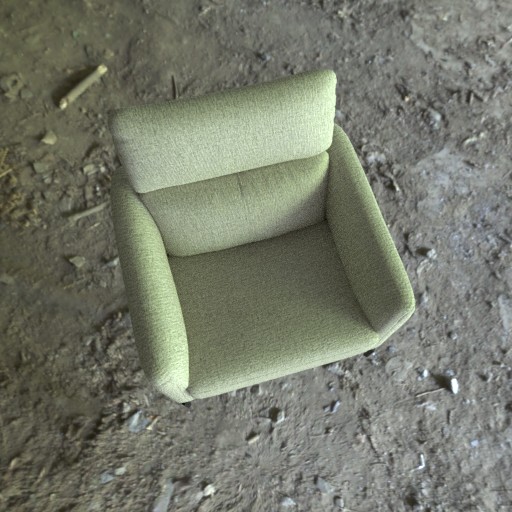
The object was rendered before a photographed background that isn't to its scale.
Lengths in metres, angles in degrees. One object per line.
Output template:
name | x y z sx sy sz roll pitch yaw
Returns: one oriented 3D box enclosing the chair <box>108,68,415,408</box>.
chair | 0.000 0.000 1.668 0.972 0.967 0.835 -14 65 -7
